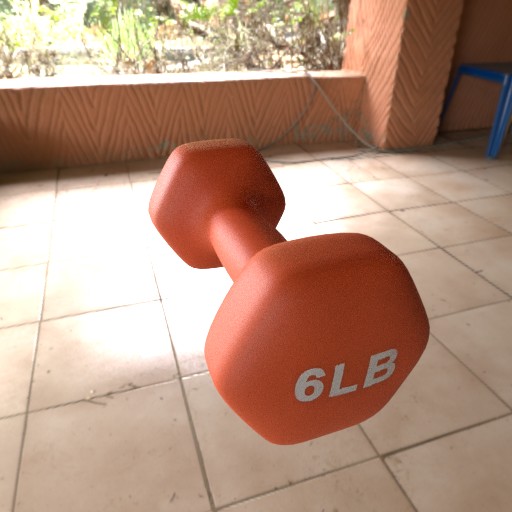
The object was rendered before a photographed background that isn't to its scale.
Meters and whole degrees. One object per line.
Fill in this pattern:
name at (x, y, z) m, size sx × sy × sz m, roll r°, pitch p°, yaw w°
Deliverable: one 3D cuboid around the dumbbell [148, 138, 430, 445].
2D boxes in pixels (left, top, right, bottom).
dumbbell at (0.000, 0.000, 0.201) m, size 0.079 × 0.071 × 0.162 m, roll -10°, pitch 31°, yaw -17°
